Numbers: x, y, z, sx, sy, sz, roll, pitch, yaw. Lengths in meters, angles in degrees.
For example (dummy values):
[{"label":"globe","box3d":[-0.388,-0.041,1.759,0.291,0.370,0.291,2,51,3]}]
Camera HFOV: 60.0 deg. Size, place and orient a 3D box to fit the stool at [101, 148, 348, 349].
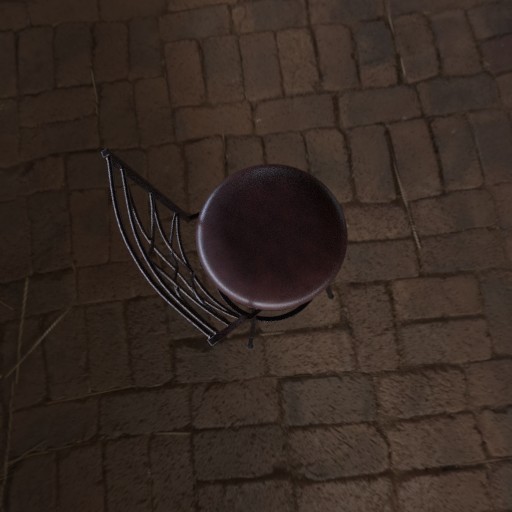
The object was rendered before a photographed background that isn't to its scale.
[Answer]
[{"label":"stool","box3d":[0.000,0.000,1.384,0.534,1.117,0.434,-30,78,-7]}]
